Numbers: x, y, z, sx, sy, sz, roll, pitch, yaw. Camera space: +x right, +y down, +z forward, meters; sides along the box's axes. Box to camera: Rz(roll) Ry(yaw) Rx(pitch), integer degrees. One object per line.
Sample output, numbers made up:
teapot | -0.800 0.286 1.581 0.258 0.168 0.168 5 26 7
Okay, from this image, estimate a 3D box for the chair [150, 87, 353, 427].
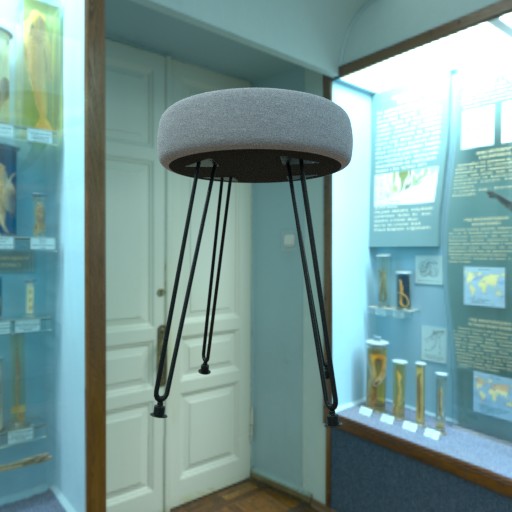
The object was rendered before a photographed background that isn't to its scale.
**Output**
chair | 0.000 0.000 0.699 0.350 0.440 0.350 0 0 -37
